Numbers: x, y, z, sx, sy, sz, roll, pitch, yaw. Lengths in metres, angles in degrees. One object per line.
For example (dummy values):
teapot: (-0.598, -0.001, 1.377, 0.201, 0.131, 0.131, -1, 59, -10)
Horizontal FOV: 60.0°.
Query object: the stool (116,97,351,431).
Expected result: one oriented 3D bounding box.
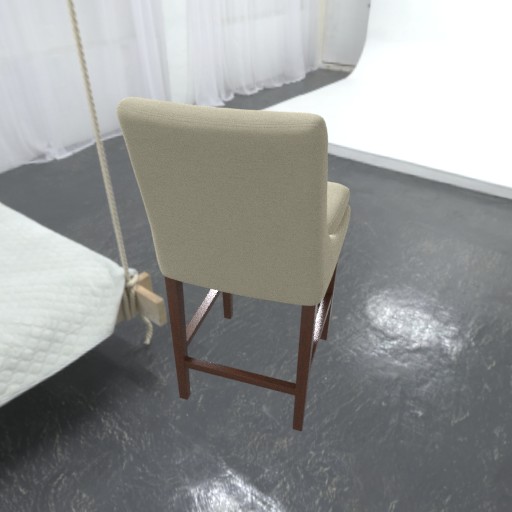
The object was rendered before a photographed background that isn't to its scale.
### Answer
stool: (0.000, 0.000, 1.287, 0.470, 0.981, 0.577, 10, 35, 15)
